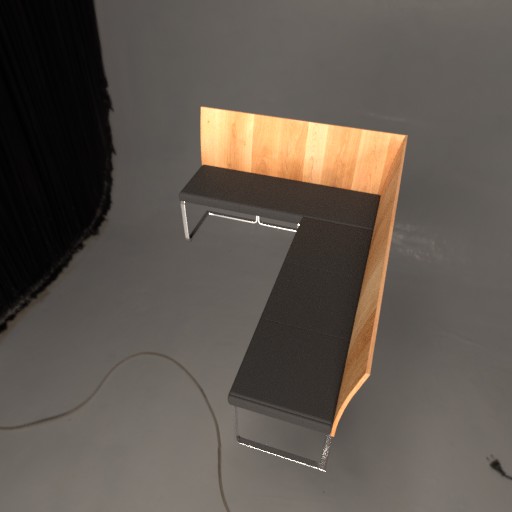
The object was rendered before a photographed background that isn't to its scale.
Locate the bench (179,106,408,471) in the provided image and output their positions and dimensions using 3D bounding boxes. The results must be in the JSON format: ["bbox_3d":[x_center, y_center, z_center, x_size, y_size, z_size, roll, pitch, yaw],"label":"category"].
[{"bbox_3d":[0.000,0.000,2.753,1.495,0.930,1.945,12,43,13],"label":"bench"}]
